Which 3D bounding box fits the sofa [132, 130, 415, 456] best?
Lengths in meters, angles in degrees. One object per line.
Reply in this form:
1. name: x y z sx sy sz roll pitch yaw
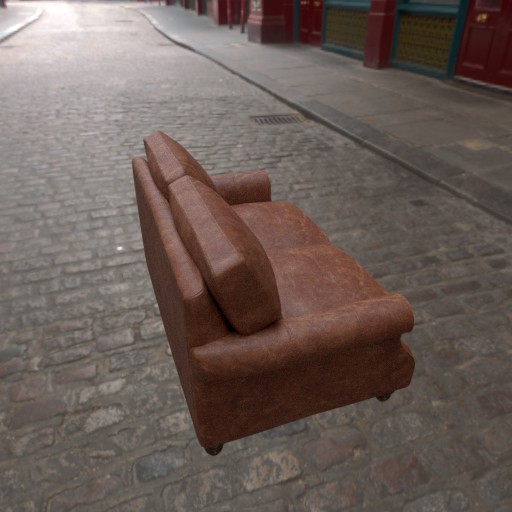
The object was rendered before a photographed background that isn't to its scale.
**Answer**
1. sofa: 0.000 0.000 2.228 0.990 0.967 1.616 -11 32 -17
